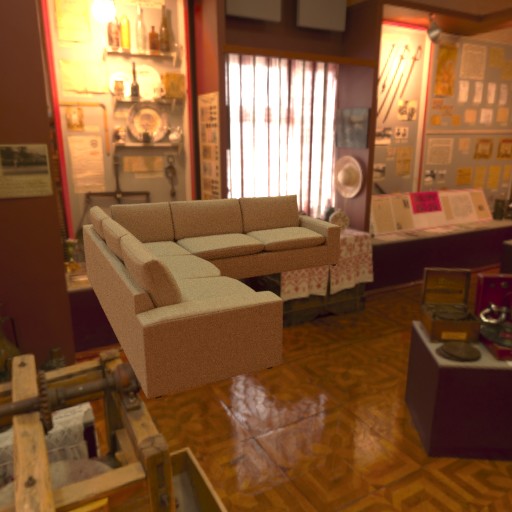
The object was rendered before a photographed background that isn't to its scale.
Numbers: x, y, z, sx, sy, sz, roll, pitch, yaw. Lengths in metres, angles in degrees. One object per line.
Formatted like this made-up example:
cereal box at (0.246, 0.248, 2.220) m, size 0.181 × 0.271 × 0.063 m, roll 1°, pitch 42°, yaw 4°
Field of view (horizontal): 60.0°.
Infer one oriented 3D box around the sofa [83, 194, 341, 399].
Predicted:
sofa at (0.000, 0.000, 4.152) m, size 2.742 × 0.800 × 2.622 m, roll -7°, pitch 16°, yaw -26°
